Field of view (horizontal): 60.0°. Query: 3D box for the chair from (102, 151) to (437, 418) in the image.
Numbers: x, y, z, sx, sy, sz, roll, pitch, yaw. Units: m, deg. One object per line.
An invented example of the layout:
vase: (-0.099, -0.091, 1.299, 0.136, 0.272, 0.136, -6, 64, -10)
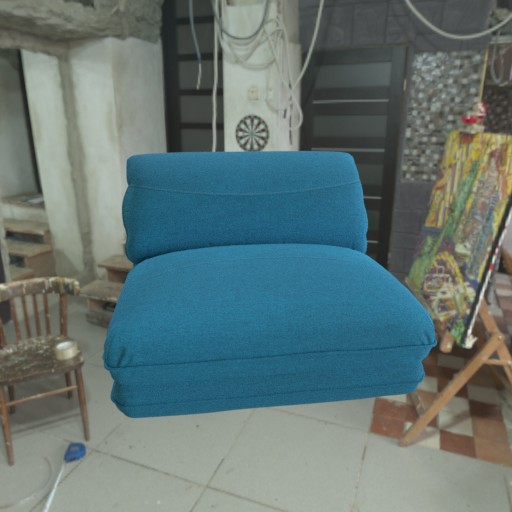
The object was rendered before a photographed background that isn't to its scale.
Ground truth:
chair: (0.000, 0.000, 1.345, 0.820, 0.580, 0.780, -2, 18, -8)
